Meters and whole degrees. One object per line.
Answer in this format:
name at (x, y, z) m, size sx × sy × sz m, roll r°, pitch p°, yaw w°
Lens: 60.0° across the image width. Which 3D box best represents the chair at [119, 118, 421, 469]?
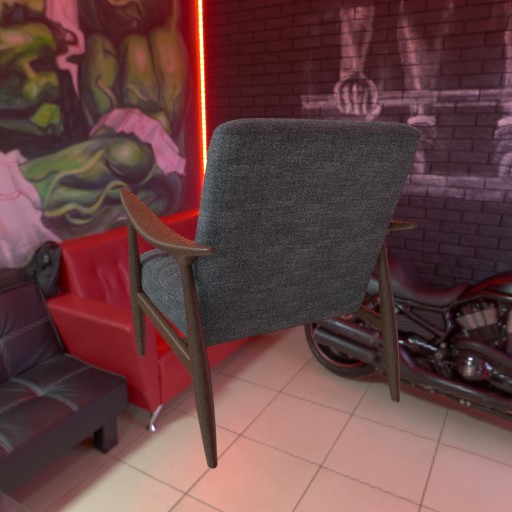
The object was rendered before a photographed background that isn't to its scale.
chair at (0.000, 0.000, 1.435) m, size 0.741 × 0.832 × 0.798 m, roll -8°, pitch 18°, yaw -26°
